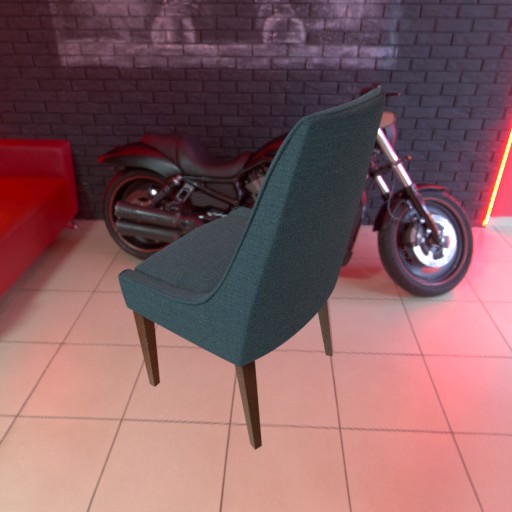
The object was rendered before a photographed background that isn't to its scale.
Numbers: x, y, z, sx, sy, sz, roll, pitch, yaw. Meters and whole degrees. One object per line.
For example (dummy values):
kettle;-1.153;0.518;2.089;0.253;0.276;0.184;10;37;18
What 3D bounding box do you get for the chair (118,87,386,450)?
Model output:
chair;0.000;0.000;1.191;0.544;0.861;0.529;20;36;30
